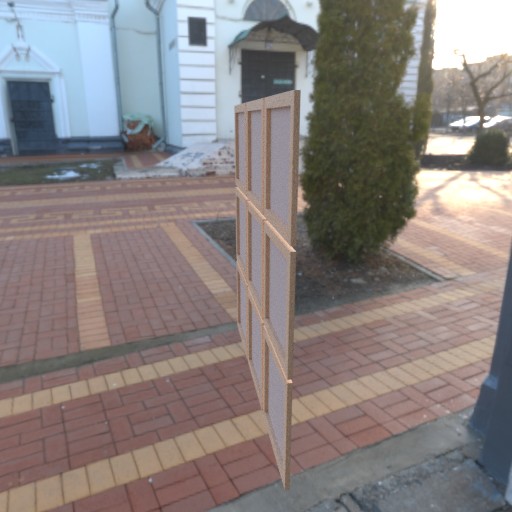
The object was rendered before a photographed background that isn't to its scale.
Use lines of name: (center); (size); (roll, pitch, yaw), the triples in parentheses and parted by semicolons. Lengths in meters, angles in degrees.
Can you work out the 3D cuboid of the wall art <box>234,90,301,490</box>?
wall art: (0.000, 0.000, 1.822); (0.016, 1.207, 1.217); (-3, 17, -9)
